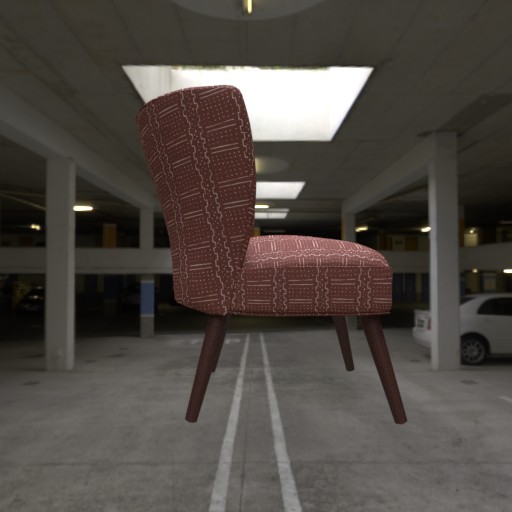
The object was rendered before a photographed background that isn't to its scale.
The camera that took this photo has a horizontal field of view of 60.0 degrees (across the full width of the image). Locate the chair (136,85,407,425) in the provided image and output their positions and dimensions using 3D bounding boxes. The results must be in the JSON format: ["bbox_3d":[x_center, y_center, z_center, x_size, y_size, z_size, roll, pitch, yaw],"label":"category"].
[{"bbox_3d":[0.000,0.000,1.424,0.758,0.866,0.706,0,-2,0],"label":"chair"}]
